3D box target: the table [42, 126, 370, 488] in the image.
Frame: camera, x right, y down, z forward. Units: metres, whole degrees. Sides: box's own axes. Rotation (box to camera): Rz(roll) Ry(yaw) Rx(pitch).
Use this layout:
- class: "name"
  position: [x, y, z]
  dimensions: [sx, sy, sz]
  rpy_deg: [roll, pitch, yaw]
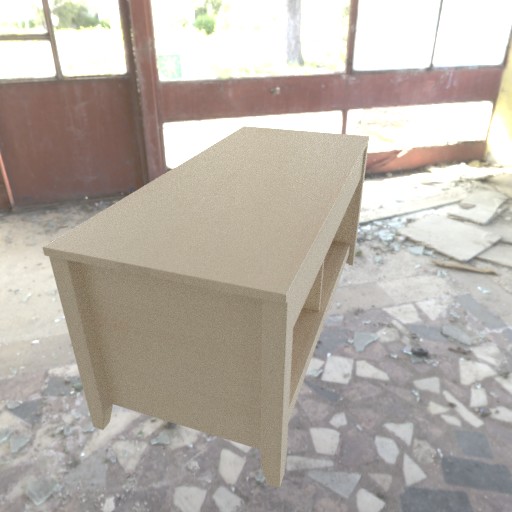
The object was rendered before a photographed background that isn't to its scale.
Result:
- class: "table"
  position: [0.000, 0.000, 1.267]
  dimensions: [0.457, 0.483, 1.016]
  rpy_deg: [10, 31, 17]
